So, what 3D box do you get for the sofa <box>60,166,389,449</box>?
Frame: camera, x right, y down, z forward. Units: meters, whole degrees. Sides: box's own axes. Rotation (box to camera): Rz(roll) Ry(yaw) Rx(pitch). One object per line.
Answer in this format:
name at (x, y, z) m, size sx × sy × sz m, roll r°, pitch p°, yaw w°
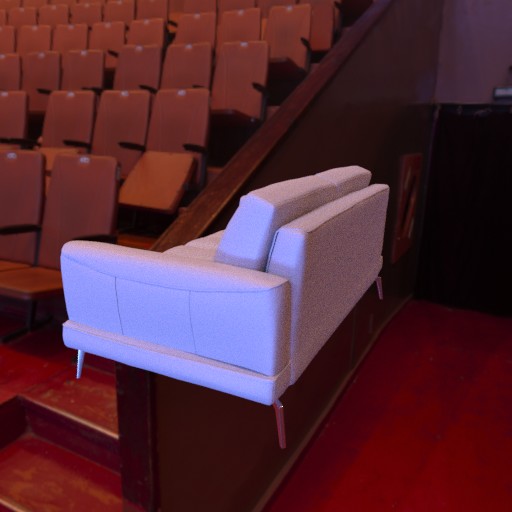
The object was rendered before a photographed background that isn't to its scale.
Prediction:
sofa at (0.000, 0.000, 2.468) m, size 1.121 × 0.930 × 1.819 m, roll 8°, pitch 18°, yaw 26°
